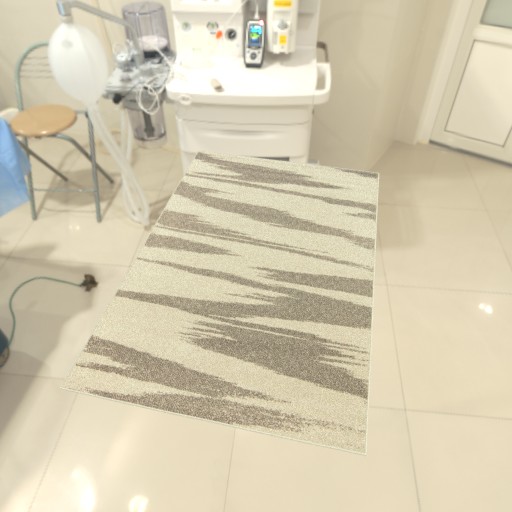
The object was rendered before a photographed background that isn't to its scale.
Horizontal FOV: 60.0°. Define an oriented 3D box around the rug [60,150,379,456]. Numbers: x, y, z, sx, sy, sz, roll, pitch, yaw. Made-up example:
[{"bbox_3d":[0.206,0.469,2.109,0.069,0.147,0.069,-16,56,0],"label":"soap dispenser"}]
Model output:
[{"bbox_3d":[0.000,0.000,2.321,1.225,0.008,1.827,9,46,9],"label":"rug"}]
